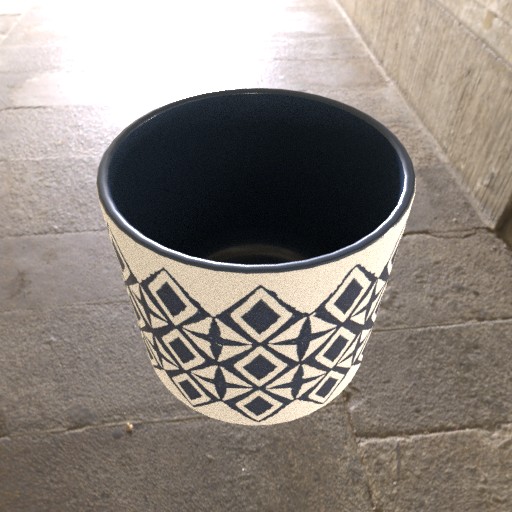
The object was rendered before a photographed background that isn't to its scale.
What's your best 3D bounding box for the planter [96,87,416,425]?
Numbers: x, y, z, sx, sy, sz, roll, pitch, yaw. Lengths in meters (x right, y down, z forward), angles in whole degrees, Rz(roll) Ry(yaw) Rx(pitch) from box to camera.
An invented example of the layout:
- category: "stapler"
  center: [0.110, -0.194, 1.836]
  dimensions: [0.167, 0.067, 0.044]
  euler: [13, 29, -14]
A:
- category: "planter"
  center: [0.000, 0.000, 0.276]
  dimensions: [0.159, 0.144, 0.159]
  euler: [0, 46, 0]
